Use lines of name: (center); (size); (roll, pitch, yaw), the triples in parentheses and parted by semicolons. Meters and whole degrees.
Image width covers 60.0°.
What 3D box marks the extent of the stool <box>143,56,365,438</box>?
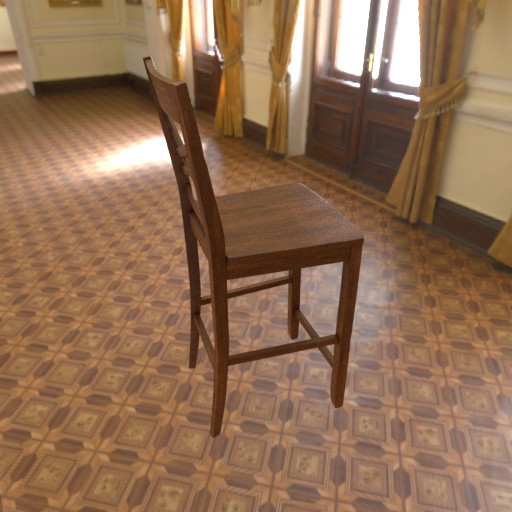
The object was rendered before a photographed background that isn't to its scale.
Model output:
stool: (0.000, 0.000, 1.356); (0.504, 1.098, 0.426); (-11, 33, -17)
